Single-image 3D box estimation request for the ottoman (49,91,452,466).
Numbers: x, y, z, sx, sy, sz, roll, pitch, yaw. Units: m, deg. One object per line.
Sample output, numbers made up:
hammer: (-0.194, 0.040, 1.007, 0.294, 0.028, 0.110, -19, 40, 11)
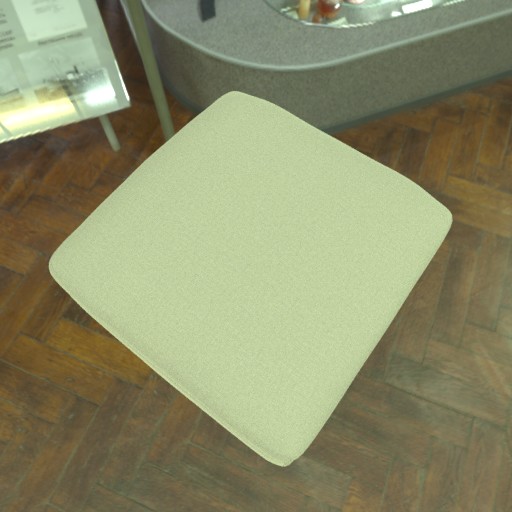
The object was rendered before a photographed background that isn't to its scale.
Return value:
ottoman: (0.000, 0.000, 1.536, 0.977, 0.467, 0.996, 34, 68, 16)
